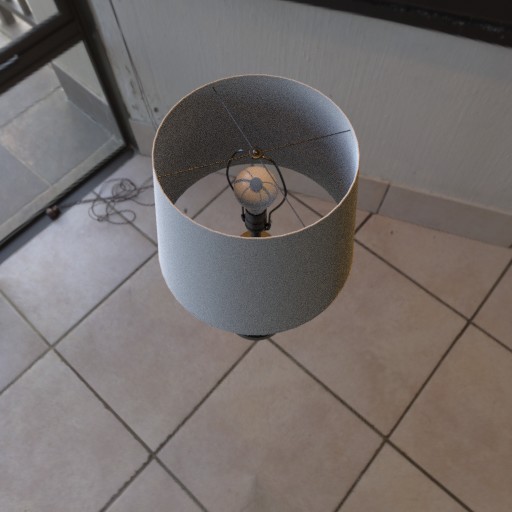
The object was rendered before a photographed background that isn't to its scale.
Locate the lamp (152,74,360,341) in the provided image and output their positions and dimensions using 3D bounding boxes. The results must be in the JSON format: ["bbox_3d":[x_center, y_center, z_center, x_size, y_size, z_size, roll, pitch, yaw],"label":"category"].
[{"bbox_3d":[0.000,0.000,0.806,0.331,0.594,0.331,0,64,0],"label":"lamp"}]
